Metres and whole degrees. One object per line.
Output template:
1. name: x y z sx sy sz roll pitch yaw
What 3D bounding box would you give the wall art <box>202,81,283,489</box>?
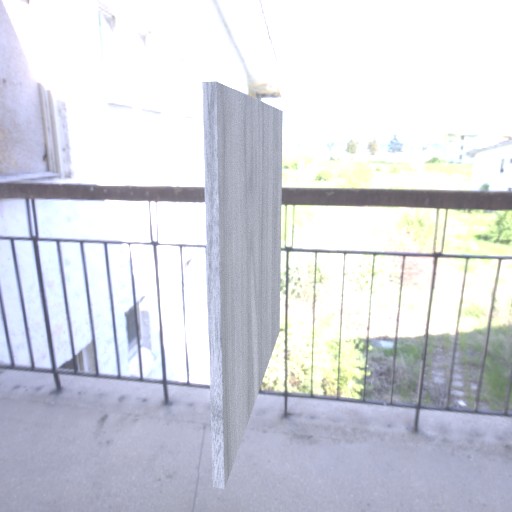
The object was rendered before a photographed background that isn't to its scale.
1. wall art: 0.000 0.000 0.765 0.016 0.507 0.508 3 15 11
